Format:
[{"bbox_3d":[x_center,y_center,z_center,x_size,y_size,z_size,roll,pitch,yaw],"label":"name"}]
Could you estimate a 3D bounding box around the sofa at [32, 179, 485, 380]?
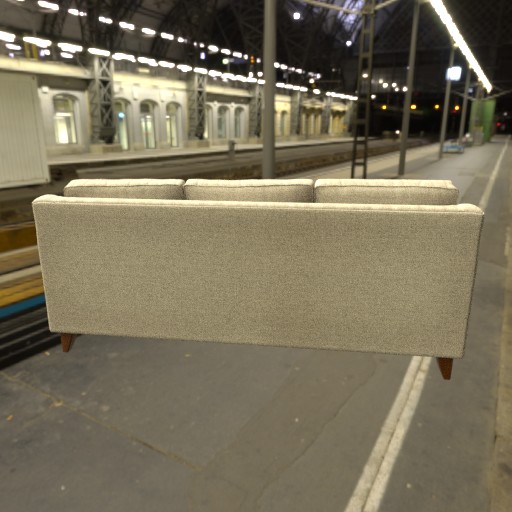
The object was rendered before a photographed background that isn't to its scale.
[{"bbox_3d":[0.000,0.000,2.445,2.031,0.914,0.865,2,16,8],"label":"sofa"}]
